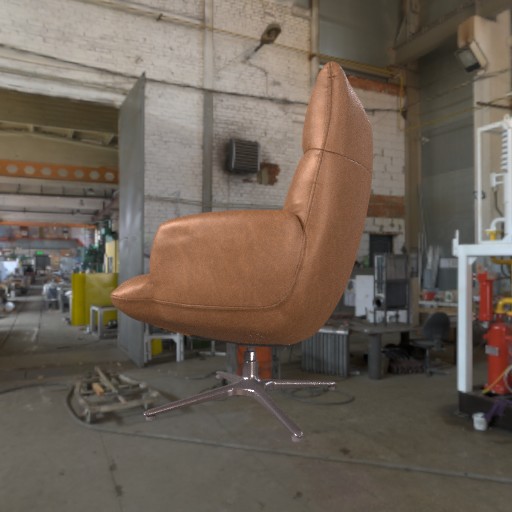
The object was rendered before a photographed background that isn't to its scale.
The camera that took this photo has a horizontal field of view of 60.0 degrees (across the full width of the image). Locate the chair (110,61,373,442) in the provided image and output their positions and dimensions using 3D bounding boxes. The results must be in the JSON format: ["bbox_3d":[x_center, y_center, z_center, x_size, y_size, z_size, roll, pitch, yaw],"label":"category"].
[{"bbox_3d":[0.000,0.000,1.552,0.794,1.027,0.711,0,-1,20],"label":"chair"}]
